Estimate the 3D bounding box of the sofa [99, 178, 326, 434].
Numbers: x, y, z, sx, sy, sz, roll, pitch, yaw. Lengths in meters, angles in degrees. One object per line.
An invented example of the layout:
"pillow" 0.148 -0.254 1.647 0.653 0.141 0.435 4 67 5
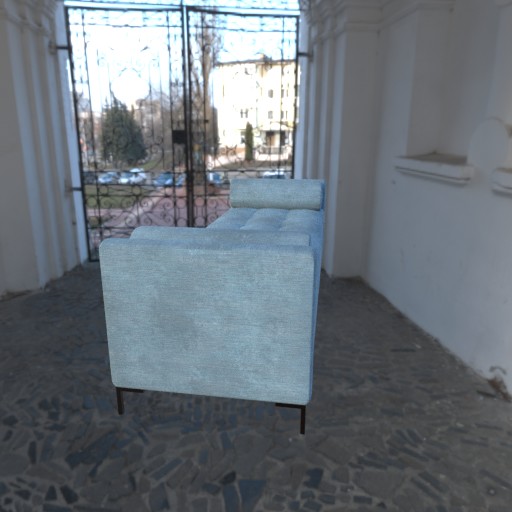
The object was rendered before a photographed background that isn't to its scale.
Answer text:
"sofa" 0.000 0.000 2.352 0.686 0.635 1.981 3 16 9
